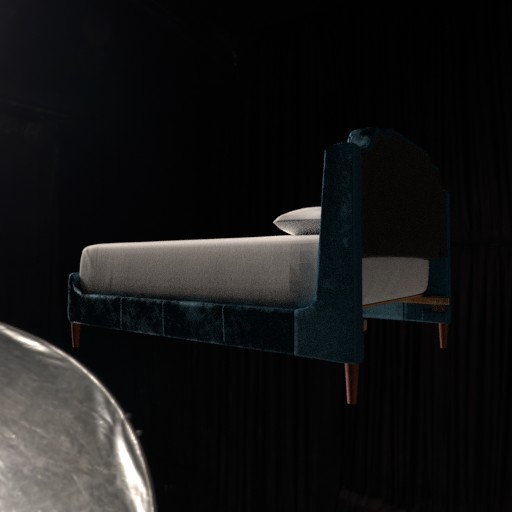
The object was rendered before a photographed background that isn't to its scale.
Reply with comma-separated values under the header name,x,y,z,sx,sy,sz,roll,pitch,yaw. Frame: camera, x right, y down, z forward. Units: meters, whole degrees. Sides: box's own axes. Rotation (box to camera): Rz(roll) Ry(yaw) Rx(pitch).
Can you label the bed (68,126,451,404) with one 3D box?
name,x,y,z,sx,sy,sz,roll,pitch,yaw
bed,0.000,0.000,3.270,2.322,1.338,1.678,-1,-1,37
